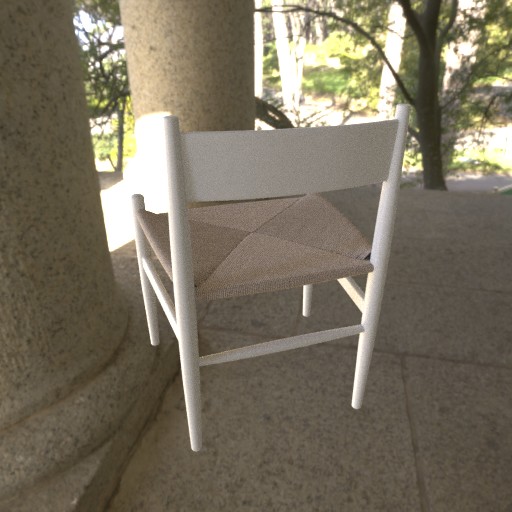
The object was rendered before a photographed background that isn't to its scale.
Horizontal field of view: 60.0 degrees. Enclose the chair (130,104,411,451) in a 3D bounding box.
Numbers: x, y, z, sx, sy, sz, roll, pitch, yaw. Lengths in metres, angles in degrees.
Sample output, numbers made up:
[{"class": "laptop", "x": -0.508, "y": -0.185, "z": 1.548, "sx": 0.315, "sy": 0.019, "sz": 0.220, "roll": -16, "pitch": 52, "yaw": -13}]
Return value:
[{"class": "chair", "x": 0.000, "y": 0.000, "z": 1.107, "sx": 0.556, "sy": 0.762, "sz": 0.495, "roll": -8, "pitch": 28, "yaw": -16}]
